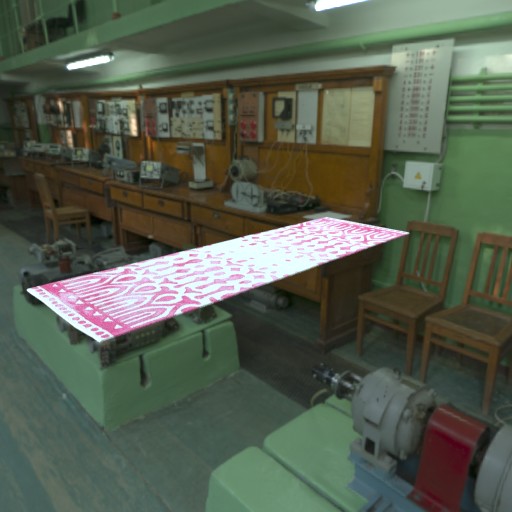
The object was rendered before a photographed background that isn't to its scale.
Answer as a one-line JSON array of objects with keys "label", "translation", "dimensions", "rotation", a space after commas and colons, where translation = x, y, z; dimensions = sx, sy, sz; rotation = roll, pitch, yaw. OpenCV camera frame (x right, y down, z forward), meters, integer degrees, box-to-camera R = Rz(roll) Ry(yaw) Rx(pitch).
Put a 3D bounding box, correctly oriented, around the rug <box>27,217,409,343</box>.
[{"label": "rug", "translation": [0.000, 0.000, 2.777], "dimensions": [2.458, 0.011, 0.787], "rotation": [-16, 23, -41]}]
